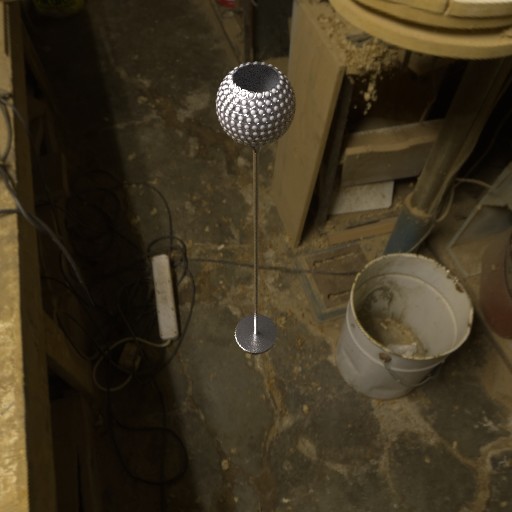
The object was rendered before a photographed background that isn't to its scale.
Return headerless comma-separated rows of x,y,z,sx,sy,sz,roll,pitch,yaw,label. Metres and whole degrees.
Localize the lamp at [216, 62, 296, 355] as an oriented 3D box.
0.000,0.000,1.956,0.254,1.805,0.254,0,58,0,lamp
